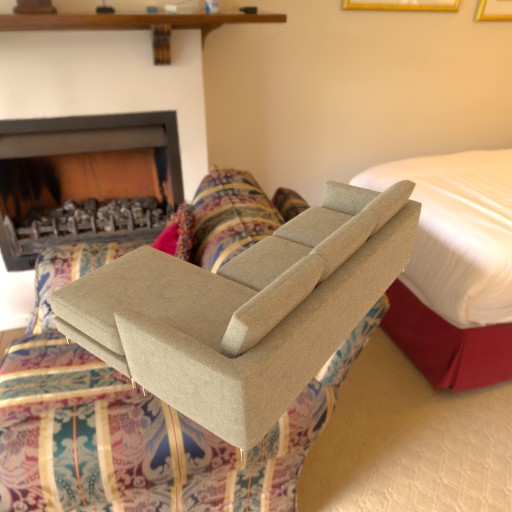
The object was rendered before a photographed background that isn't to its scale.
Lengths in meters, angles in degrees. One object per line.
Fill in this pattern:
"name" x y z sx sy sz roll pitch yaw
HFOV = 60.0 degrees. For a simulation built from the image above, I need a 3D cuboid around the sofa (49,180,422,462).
"sofa" 0.000 0.000 3.256 1.626 0.864 2.438 20 36 31
